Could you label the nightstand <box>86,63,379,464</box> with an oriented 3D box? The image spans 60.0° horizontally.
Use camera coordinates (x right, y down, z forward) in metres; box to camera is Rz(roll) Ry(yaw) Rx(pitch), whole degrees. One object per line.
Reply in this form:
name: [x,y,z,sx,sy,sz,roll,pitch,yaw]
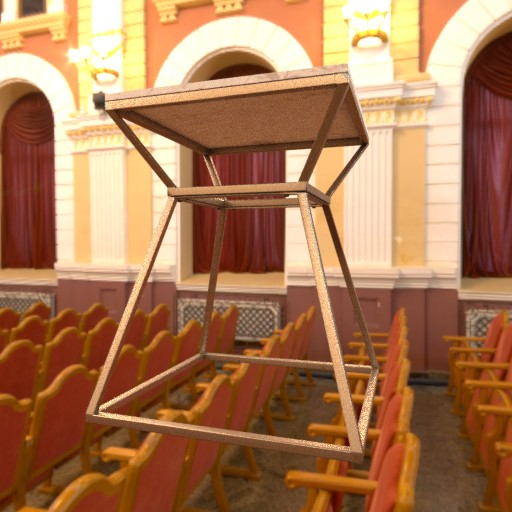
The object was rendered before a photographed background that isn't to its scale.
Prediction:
nightstand: [0.000,0.000,0.883,0.455,0.554,0.455,0,1,18]
